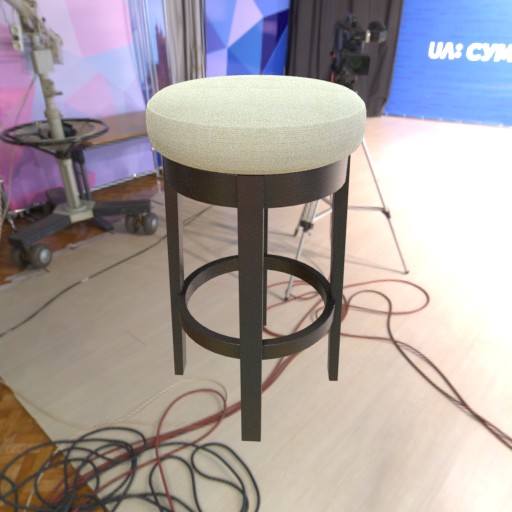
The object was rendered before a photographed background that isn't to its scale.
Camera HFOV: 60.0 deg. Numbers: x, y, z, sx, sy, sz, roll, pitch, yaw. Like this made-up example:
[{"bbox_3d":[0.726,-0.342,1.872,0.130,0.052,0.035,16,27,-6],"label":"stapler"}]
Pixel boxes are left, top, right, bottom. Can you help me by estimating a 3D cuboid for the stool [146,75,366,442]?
[{"bbox_3d":[0.000,0.000,1.043,0.446,0.758,0.446,0,30,0],"label":"stool"}]
